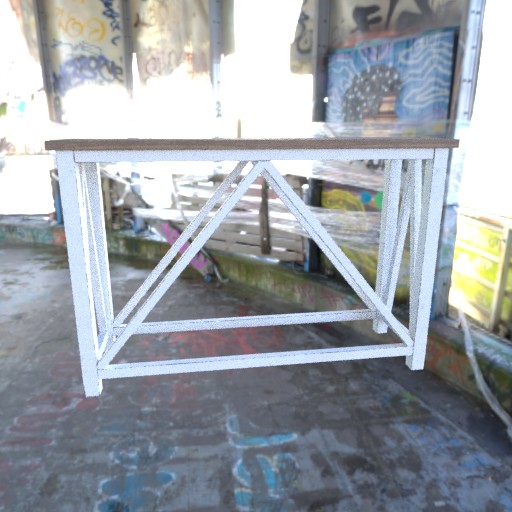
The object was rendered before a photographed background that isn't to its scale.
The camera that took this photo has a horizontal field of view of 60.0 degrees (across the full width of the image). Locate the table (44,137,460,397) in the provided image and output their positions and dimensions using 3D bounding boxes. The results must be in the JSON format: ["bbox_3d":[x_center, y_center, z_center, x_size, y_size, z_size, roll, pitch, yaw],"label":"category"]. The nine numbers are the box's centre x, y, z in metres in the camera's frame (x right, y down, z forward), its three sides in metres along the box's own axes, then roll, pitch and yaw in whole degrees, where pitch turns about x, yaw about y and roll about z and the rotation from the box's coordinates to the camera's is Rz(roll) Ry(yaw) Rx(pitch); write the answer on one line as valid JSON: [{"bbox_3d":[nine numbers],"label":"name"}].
[{"bbox_3d":[0.000,0.000,1.817,1.400,0.930,0.450,-2,16,-8],"label":"table"}]
